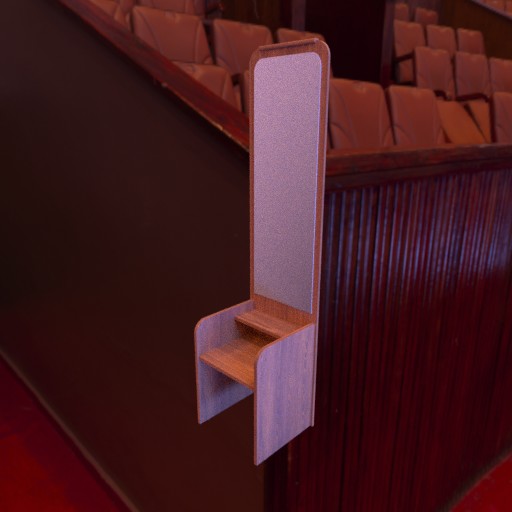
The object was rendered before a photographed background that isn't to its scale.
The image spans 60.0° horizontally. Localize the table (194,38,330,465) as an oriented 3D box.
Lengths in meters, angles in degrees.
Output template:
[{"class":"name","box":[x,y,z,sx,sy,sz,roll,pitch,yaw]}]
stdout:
[{"class":"table","box":[0.000,0.000,2.039,0.450,1.830,0.420,16,23,42]}]
